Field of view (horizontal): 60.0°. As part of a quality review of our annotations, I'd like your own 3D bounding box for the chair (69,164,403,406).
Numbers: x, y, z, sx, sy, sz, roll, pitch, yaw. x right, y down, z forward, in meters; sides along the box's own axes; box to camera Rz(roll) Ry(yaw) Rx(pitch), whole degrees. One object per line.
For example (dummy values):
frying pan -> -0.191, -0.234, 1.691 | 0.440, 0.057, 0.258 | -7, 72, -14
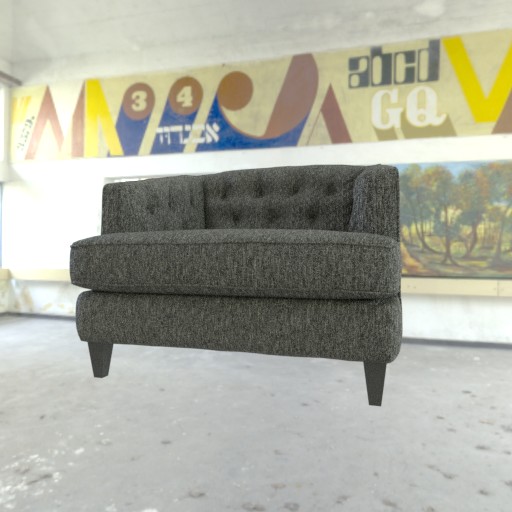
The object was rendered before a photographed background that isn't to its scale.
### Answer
chair -> 0.000, 0.000, 1.768 | 1.104, 0.852, 0.941 | 0, 1, 17
